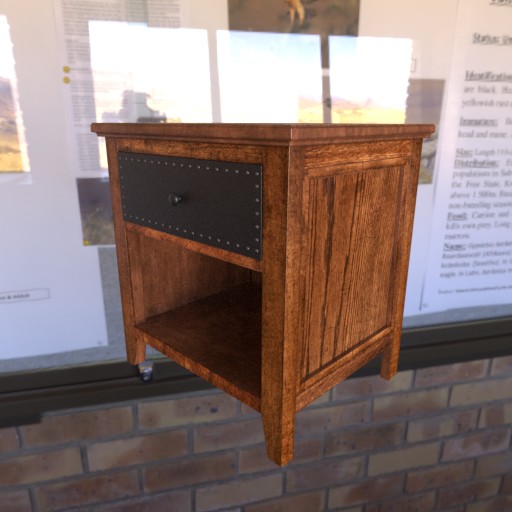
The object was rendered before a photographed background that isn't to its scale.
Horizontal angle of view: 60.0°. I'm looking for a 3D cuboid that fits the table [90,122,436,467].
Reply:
[{"bbox_3d":[0.000,0.000,1.037,0.586,0.597,0.461,16,23,42],"label":"table"}]
